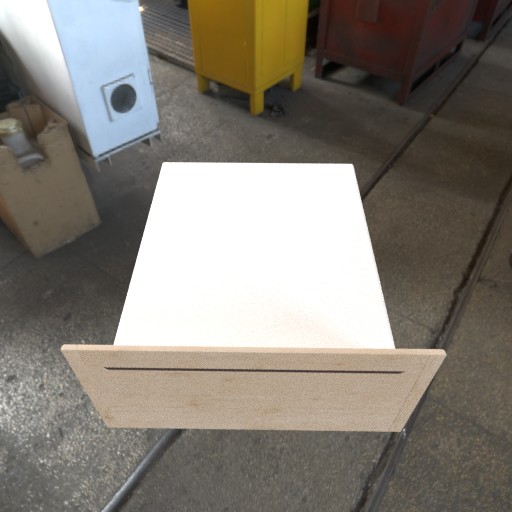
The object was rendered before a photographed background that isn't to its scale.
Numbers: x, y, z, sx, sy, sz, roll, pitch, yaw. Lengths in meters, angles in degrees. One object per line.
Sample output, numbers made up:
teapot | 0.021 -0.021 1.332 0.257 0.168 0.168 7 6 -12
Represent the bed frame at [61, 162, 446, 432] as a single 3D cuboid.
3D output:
bed frame | 0.000 0.000 3.104 1.800 0.900 2.080 1 47 1
